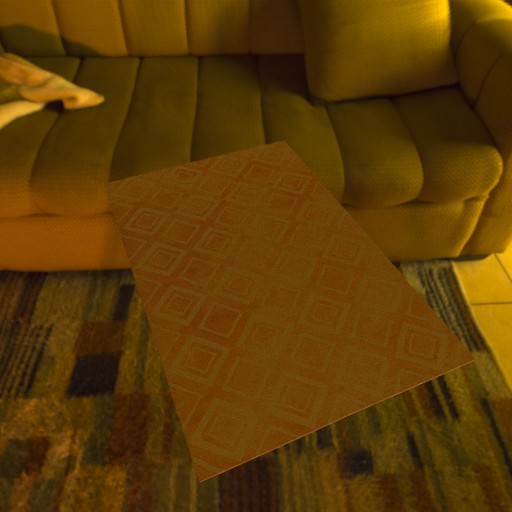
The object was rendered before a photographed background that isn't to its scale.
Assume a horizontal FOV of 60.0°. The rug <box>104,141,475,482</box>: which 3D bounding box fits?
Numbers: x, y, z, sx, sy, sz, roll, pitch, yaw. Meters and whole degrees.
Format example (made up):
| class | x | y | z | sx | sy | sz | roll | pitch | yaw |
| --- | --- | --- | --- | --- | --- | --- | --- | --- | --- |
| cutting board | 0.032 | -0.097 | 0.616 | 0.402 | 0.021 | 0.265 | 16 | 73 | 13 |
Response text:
| class | x | y | z | sx | sy | sz | roll | pitch | yaw |
| --- | --- | --- | --- | --- | --- | --- | --- | --- | --- |
| rug | 0.000 | 0.000 | 2.266 | 1.213 | 0.010 | 1.829 | -17 | 49 | -16 |
